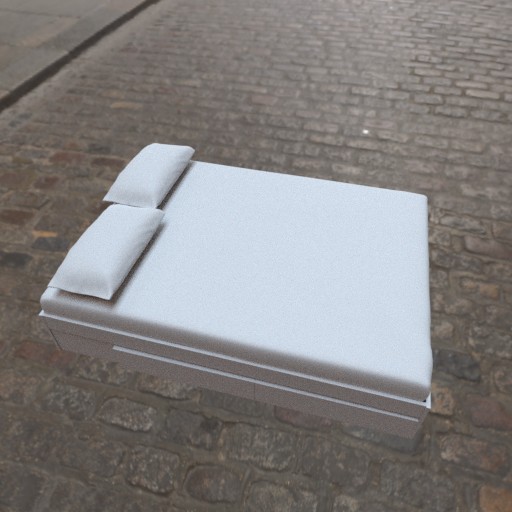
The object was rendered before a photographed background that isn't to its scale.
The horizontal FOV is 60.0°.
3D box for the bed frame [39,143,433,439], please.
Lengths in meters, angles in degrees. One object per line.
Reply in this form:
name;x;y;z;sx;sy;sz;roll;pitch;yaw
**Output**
bed frame;0.000;0.000;2.602;1.950;0.629;1.450;10;46;10
